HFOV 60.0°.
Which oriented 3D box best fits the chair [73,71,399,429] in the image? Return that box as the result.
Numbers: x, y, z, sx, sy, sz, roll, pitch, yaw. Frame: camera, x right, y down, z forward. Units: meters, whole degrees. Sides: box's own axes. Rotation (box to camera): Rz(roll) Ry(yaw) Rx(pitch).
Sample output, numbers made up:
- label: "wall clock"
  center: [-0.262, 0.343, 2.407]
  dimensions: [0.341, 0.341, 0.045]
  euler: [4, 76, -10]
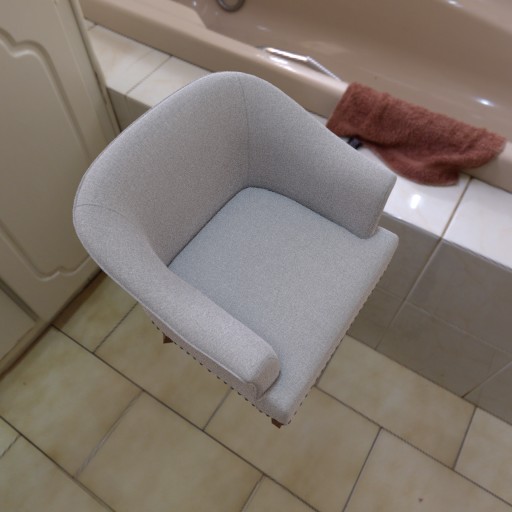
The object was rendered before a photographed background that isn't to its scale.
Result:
- label: "chair"
  center: [0.000, 0.000, 1.409]
  dimensions: [0.704, 0.815, 0.798]
  euler: [30, 62, 18]
